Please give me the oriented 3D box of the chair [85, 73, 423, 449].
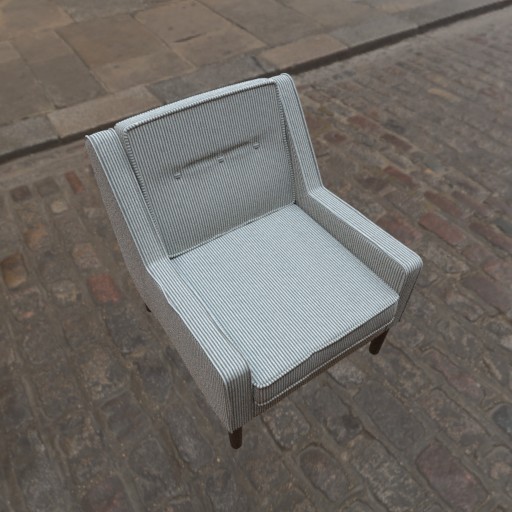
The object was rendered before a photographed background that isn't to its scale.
[{"bbox_3d":[0.000,0.000,1.354,0.663,0.792,0.743,-26,53,-22],"label":"chair"}]
